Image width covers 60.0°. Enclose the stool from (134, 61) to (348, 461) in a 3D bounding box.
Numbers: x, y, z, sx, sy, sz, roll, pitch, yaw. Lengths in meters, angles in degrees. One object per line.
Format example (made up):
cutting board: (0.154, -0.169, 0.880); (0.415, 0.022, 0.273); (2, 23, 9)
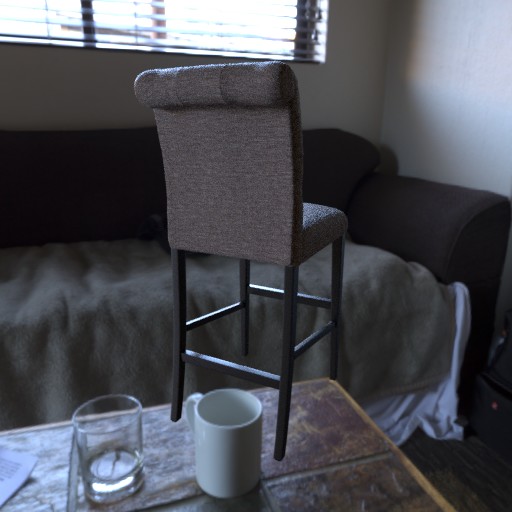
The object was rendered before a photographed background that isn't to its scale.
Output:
stool: (0.000, 0.000, 1.485); (0.452, 1.131, 0.613); (9, 19, 27)
